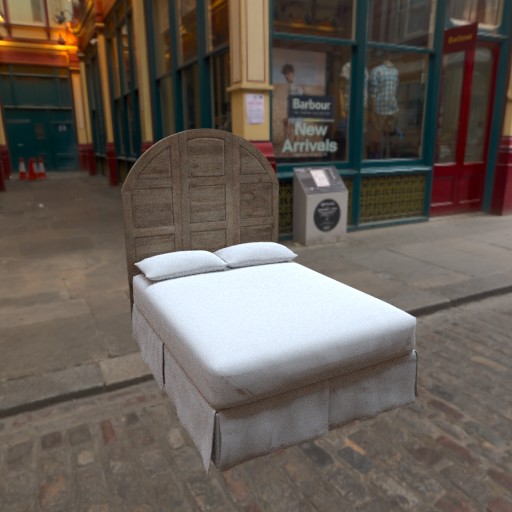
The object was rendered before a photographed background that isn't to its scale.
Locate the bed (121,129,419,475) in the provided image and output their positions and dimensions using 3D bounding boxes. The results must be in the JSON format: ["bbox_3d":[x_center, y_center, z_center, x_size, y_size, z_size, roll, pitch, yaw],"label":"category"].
[{"bbox_3d":[0.000,0.000,3.569,1.713,2.002,2.112,-8,17,-27],"label":"bed"}]
